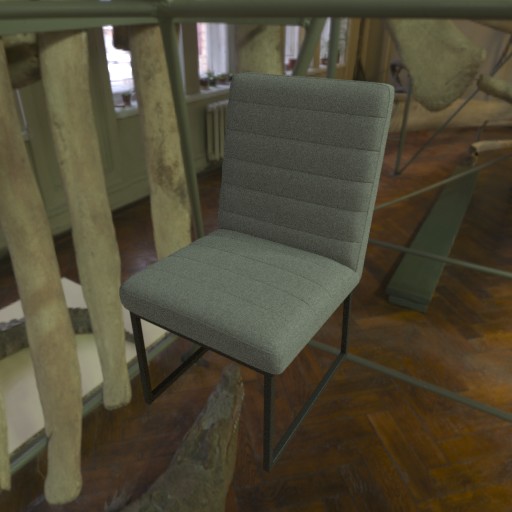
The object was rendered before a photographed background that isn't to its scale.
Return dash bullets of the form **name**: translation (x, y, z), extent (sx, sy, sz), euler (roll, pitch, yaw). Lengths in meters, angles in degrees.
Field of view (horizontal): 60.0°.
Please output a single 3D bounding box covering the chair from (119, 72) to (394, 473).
- **chair**: translation (0.000, 0.000, 1.303), extent (0.520, 0.930, 0.634), euler (17, 33, 28)
